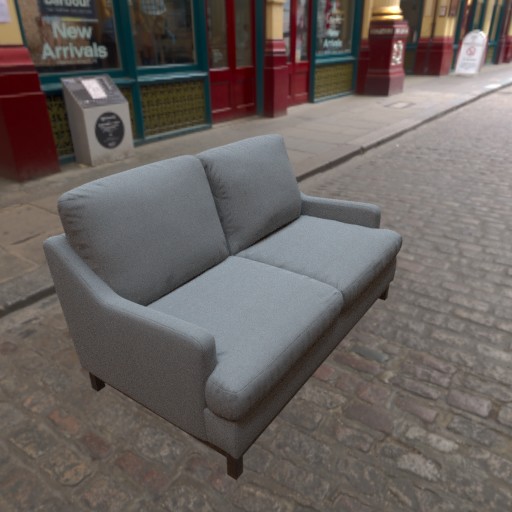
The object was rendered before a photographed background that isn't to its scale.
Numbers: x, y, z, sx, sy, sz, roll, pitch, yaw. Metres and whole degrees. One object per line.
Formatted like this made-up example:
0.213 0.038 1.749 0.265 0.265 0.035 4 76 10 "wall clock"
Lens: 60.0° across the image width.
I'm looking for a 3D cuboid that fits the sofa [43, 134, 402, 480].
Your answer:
0.000 0.000 2.170 0.987 0.921 1.589 17 31 31 "sofa"
